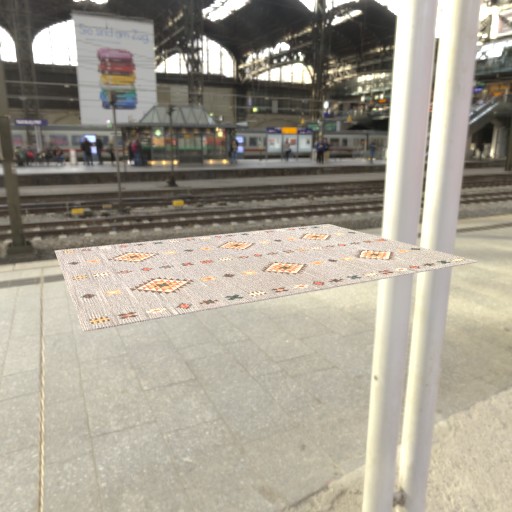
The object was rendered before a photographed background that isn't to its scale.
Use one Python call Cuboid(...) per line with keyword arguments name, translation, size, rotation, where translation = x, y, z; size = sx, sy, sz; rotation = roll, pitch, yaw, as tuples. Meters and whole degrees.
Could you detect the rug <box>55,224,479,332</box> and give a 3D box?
Cuboid(name="rug", translation=(0.000, 0.000, 2.280), size=(1.818, 0.005, 1.217), rotation=(-7, 16, -27))
